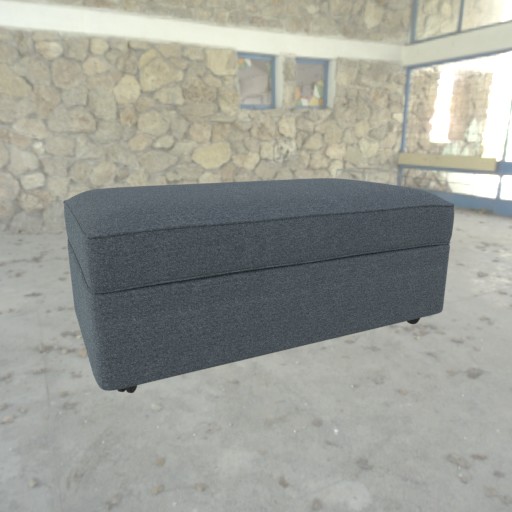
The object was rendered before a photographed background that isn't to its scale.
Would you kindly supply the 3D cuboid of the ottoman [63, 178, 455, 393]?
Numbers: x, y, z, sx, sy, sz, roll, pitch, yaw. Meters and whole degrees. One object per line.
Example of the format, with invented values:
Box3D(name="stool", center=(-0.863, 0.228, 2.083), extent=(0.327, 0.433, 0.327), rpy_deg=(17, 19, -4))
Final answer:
Box3D(name="ottoman", center=(0.000, 0.000, 1.547), extent=(1.173, 0.494, 0.681), rpy_deg=(-7, 16, -26))
